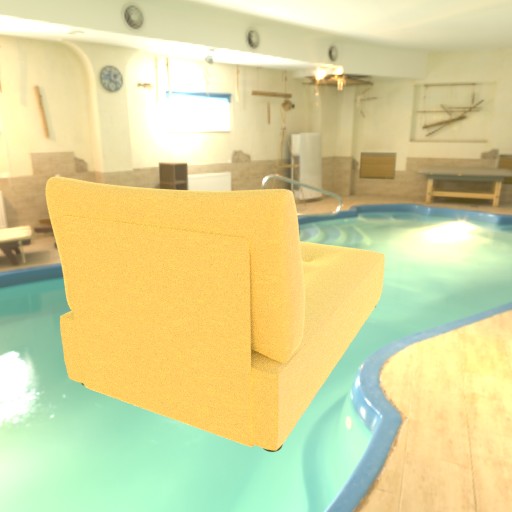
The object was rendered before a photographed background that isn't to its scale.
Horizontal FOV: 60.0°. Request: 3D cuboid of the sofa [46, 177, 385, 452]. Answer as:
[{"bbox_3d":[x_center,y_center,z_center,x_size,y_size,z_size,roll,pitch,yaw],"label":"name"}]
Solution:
[{"bbox_3d":[0.000,0.000,2.025,0.930,0.820,1.450,8,18,26],"label":"sofa"}]
